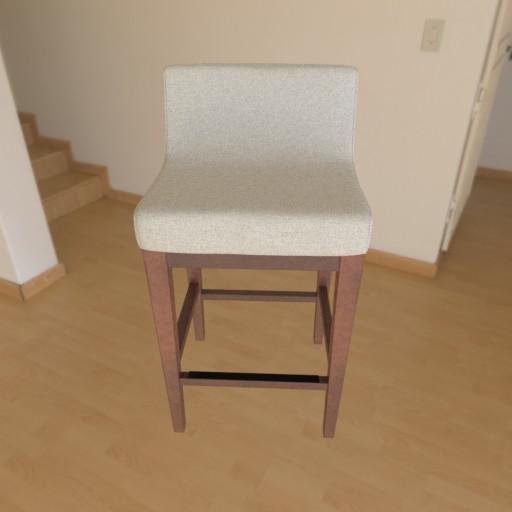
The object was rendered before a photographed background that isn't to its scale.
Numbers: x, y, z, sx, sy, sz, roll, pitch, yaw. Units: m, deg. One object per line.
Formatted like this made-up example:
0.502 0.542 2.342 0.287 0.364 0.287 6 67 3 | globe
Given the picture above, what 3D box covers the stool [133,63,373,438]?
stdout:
0.000 0.000 1.226 0.511 0.937 0.500 1 31 2 | stool
